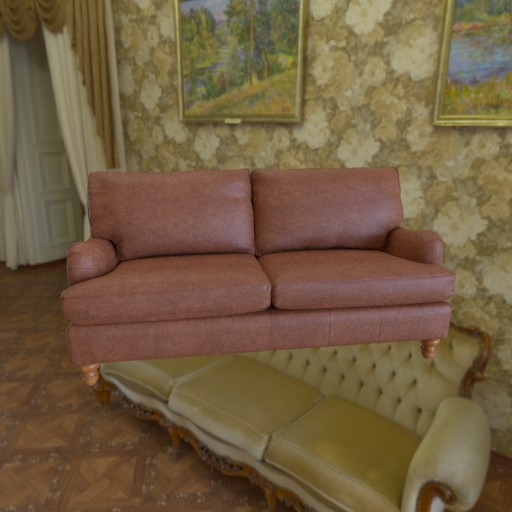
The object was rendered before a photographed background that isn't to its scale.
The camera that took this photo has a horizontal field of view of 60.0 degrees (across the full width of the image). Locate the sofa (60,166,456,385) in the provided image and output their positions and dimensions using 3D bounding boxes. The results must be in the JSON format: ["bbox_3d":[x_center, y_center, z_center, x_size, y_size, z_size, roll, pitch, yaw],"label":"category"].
[{"bbox_3d":[0.000,0.000,2.833,2.144,1.071,1.147,-2,16,-8],"label":"sofa"}]
